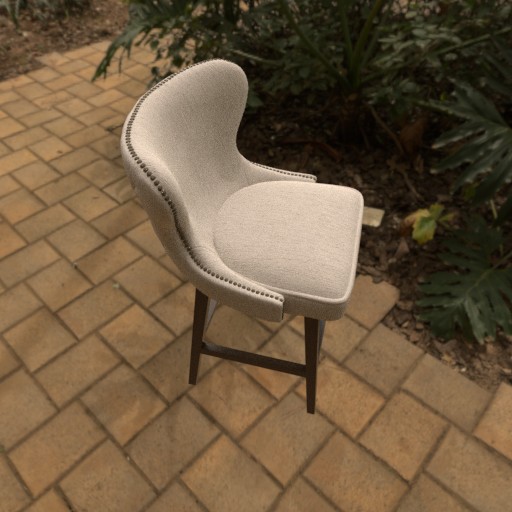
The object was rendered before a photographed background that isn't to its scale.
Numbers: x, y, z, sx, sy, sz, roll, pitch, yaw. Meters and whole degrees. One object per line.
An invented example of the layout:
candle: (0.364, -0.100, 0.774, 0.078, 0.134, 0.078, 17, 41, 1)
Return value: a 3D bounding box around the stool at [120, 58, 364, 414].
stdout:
stool: (0.000, 0.000, 1.369, 0.597, 0.972, 0.615, 10, 46, 10)
